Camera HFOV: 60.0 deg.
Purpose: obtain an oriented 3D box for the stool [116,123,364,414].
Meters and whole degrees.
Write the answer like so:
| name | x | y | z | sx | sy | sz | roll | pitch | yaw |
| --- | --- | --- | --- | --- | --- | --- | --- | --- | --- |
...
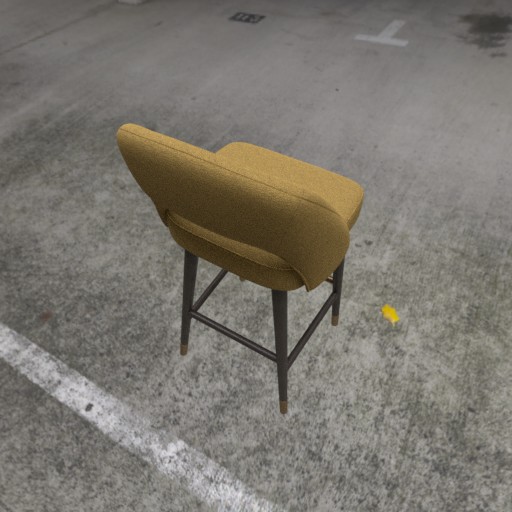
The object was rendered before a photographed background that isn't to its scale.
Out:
| name | x | y | z | sx | sy | sz | roll | pitch | yaw |
| --- | --- | --- | --- | --- | --- | --- | --- | --- | --- |
| stool | 0.000 | 0.000 | 1.332 | 0.536 | 1.032 | 0.522 | 24 | 53 | 20 |
